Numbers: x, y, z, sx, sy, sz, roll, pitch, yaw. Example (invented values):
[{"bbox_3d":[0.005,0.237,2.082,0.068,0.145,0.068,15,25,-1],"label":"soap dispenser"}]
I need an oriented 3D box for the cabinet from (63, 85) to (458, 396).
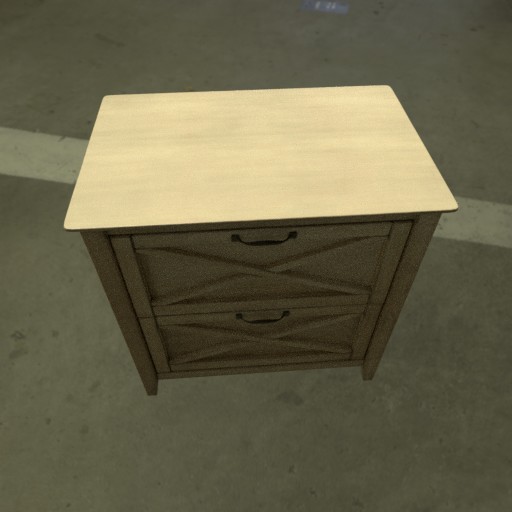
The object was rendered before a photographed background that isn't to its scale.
[{"bbox_3d":[0.000,0.000,1.292,0.763,0.762,0.503,-3,48,-3],"label":"cabinet"}]
